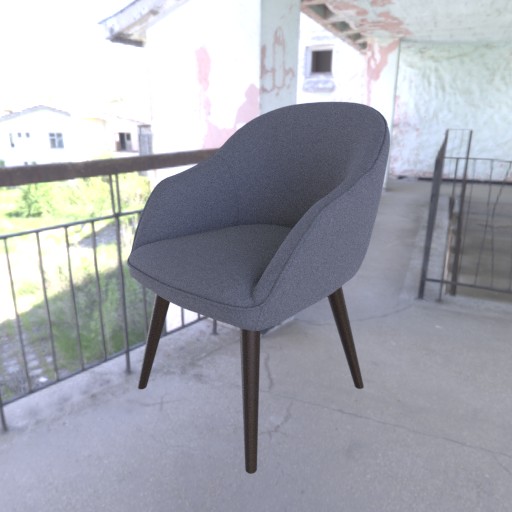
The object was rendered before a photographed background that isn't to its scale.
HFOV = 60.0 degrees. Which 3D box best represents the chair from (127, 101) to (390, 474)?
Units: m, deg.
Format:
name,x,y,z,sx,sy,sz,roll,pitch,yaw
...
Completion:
name,x,y,z,sx,sy,sz,roll,pitch,yaw
chair,0.000,0.000,1.217,0.589,0.810,0.611,17,24,42
